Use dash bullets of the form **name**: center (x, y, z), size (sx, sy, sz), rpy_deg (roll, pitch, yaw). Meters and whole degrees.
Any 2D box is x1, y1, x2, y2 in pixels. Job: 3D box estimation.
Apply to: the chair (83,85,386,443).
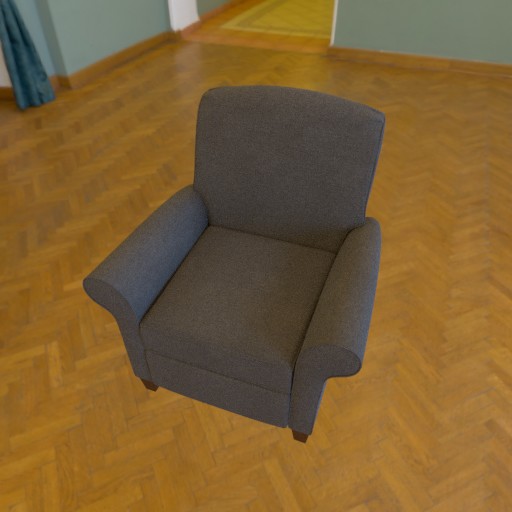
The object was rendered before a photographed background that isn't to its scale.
- **chair**: center (0.000, 0.000, 1.774), size (0.978, 1.061, 0.905), rpy_deg (13, 42, 15)
